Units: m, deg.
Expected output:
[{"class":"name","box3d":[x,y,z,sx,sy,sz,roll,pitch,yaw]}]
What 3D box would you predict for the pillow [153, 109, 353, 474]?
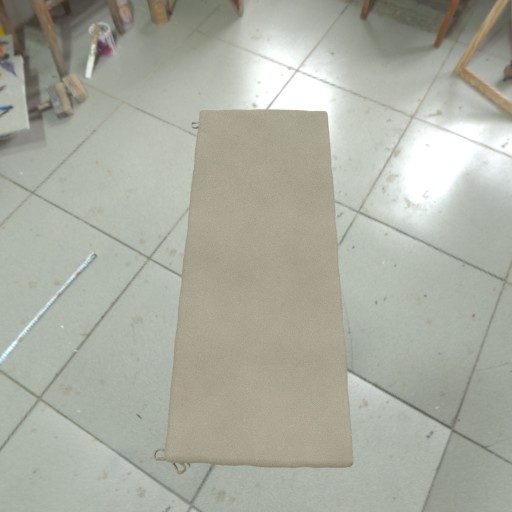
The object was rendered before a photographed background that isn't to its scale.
[{"class":"pillow","box3d":[0.000,0.000,1.335,0.492,0.081,1.187,1,63,0]}]
